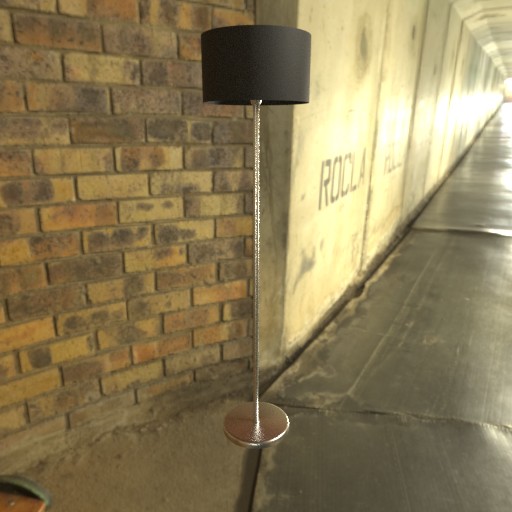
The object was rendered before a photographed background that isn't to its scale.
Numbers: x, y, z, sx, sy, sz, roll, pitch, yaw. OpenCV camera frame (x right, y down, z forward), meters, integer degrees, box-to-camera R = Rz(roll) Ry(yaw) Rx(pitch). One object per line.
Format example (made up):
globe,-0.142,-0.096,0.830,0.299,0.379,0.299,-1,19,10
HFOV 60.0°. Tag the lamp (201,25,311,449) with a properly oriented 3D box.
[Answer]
lamp,0.000,0.000,1.603,0.348,1.443,0.348,-9,19,-28
